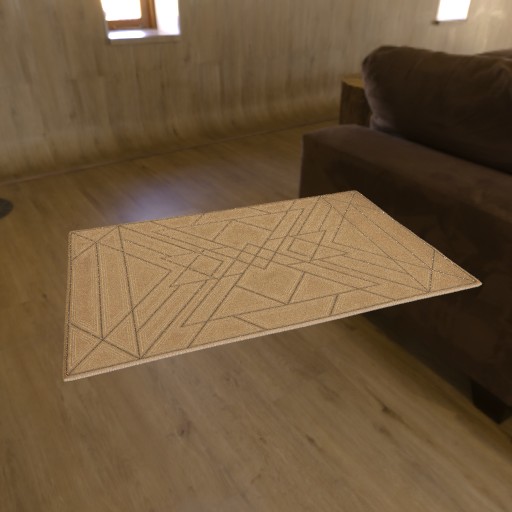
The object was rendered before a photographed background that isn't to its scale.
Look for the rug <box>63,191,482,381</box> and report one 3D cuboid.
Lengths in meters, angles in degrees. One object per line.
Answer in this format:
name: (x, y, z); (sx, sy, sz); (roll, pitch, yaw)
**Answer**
rug: (0.000, 0.000, 3.059); (2.459, 0.023, 1.575); (-10, 33, -16)
